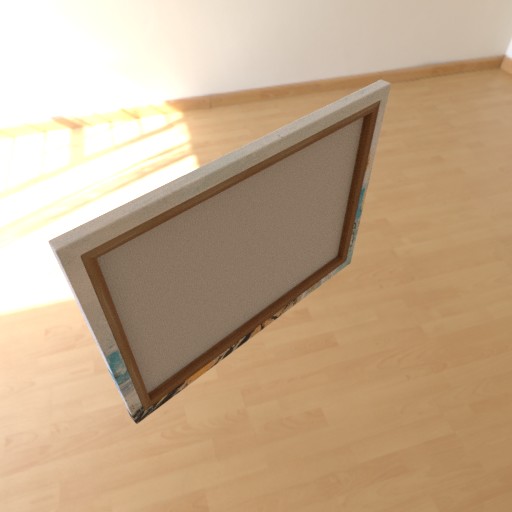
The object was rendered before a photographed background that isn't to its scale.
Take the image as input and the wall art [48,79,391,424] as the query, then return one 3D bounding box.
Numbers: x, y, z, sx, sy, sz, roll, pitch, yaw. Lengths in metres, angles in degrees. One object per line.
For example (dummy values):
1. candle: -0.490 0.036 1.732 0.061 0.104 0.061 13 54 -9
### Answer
1. wall art: 0.000 0.000 1.327 1.016 0.762 0.038 -33 54 -27
